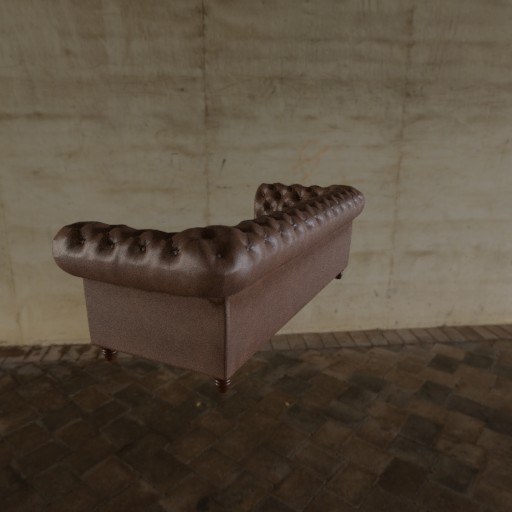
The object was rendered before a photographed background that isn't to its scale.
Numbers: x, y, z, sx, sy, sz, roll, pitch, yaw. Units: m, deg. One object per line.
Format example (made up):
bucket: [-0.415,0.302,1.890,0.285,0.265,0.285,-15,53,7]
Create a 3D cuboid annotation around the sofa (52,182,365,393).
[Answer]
sofa: [0.000,0.000,2.920,0.944,0.783,2.385,7,16,25]
